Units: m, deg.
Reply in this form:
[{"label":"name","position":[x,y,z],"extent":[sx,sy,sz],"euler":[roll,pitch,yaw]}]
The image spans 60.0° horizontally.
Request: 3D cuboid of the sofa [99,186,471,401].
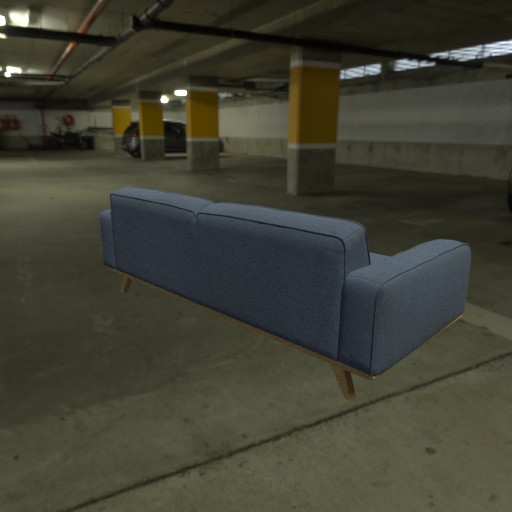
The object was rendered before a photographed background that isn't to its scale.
[{"label":"sofa","position":[0.000,0.000,2.776],"extent":[2.270,0.782,0.953],"euler":[15,21,42]}]
